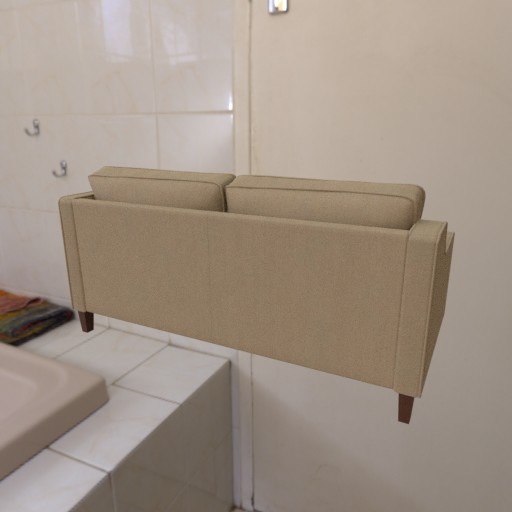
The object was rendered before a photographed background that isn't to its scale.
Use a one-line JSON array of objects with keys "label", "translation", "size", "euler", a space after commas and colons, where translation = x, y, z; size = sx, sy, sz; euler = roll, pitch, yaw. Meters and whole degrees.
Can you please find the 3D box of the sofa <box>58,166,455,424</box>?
[{"label": "sofa", "translation": [0.000, 0.000, 2.762], "size": [2.178, 1.071, 1.066], "euler": [8, 18, 26]}]
